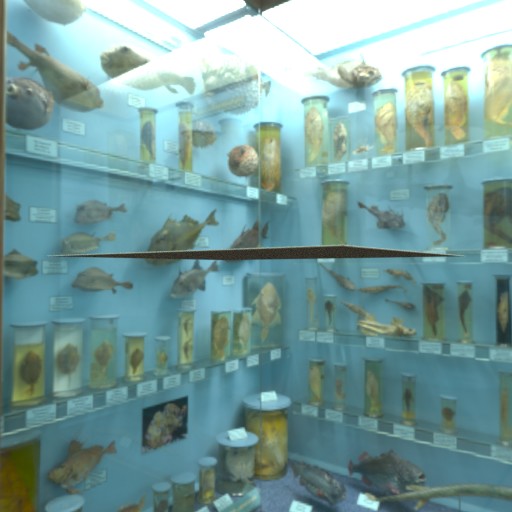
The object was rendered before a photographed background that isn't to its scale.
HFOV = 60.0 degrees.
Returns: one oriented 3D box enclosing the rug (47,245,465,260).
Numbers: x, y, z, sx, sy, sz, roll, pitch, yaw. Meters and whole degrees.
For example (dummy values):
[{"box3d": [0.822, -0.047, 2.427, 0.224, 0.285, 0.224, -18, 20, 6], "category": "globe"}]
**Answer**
[{"box3d": [0.000, 0.000, 4.114, 3.045, 0.008, 2.421, -1, -2, 38], "category": "rug"}]
